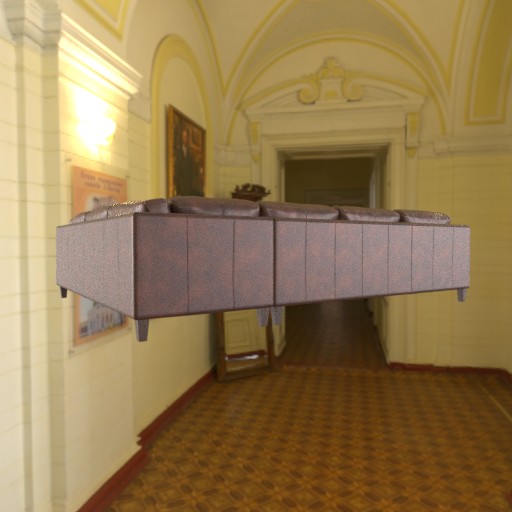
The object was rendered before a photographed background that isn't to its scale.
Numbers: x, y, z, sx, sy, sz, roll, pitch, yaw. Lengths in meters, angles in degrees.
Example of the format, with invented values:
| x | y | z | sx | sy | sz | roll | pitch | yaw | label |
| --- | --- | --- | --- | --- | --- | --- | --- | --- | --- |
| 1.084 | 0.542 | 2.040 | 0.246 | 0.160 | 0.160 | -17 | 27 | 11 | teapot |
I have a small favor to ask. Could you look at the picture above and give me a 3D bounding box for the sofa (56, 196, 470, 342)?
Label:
| x | y | z | sx | sy | sz | roll | pitch | yaw | label |
| --- | --- | --- | --- | --- | --- | --- | --- | --- | --- |
| 0.000 | 0.000 | 4.228 | 3.152 | 0.836 | 2.438 | -1 | 2 | -33 | sofa |
